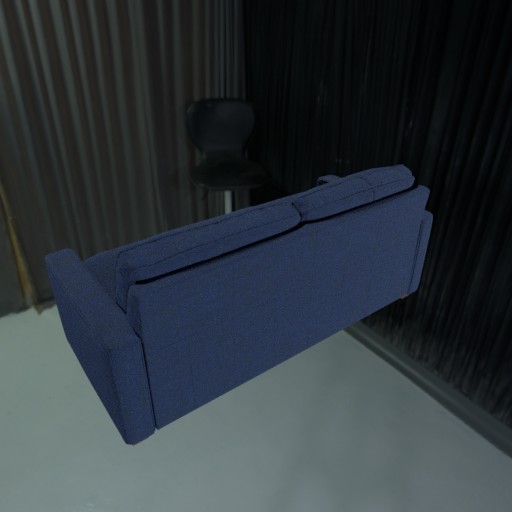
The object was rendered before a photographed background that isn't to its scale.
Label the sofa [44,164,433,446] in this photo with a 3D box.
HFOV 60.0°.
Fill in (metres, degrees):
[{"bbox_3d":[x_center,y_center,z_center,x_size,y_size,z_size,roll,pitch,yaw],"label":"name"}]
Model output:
[{"bbox_3d":[0.000,0.000,2.551,2.080,0.919,0.940,-20,36,-31],"label":"sofa"}]
